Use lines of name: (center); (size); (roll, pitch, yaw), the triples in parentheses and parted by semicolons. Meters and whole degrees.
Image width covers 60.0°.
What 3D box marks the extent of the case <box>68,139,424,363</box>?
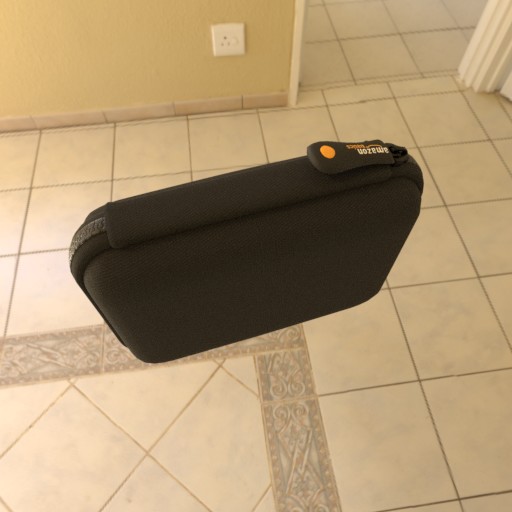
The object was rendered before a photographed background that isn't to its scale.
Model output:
case: (0.000, 0.000, 0.181); (0.132, 0.105, 0.038); (-15, 60, -9)
